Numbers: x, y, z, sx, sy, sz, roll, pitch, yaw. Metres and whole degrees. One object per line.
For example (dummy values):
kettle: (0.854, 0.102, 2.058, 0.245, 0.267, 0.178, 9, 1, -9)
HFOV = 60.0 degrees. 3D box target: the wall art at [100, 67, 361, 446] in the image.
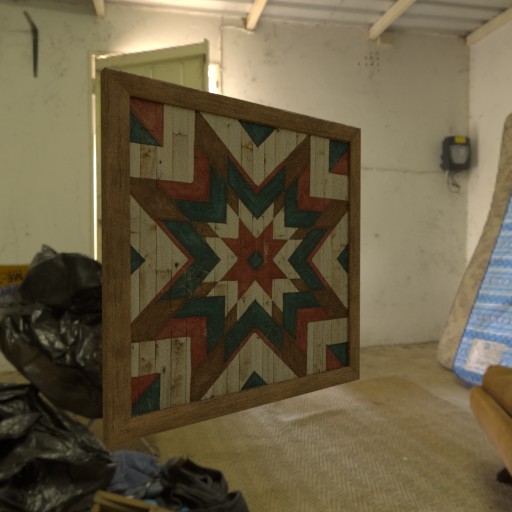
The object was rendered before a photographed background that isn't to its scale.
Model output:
wall art: (0.000, 0.000, 1.022, 0.695, 0.691, 0.029, -1, 1, -36)
